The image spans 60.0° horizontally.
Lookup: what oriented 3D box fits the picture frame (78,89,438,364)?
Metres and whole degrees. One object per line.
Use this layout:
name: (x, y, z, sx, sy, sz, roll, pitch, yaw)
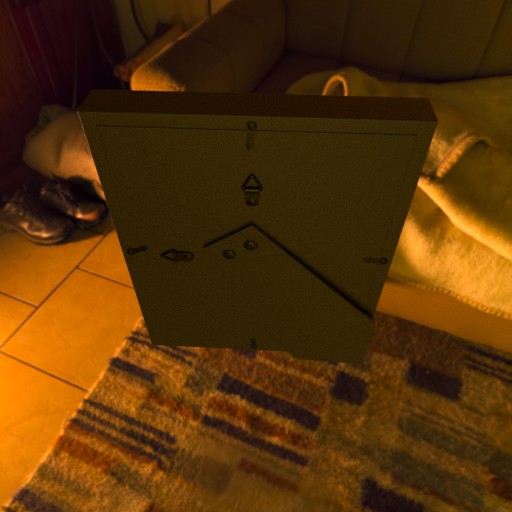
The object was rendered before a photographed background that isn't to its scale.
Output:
picture frame: (0.000, 0.000, 0.395, 0.232, 0.284, 0.042, 2, 47, 2)
